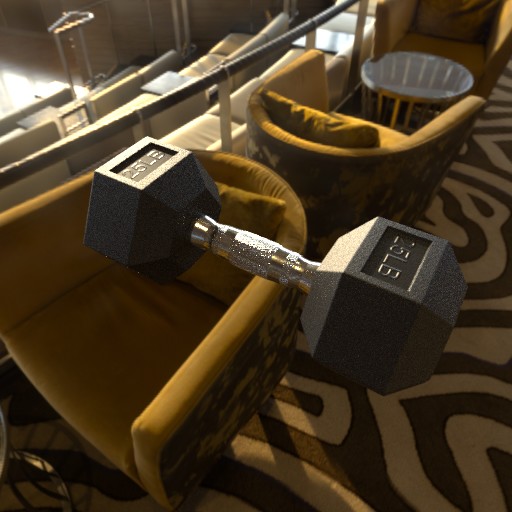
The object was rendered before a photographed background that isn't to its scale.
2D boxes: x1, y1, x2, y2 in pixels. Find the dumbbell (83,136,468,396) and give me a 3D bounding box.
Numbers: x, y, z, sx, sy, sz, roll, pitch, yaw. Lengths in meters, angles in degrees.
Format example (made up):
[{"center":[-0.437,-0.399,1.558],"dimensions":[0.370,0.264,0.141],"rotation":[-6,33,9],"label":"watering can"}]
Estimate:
[{"center":[0.000,0.000,0.373],"dimensions":[0.315,0.113,0.129],"rotation":[23,49,22],"label":"dumbbell"}]
